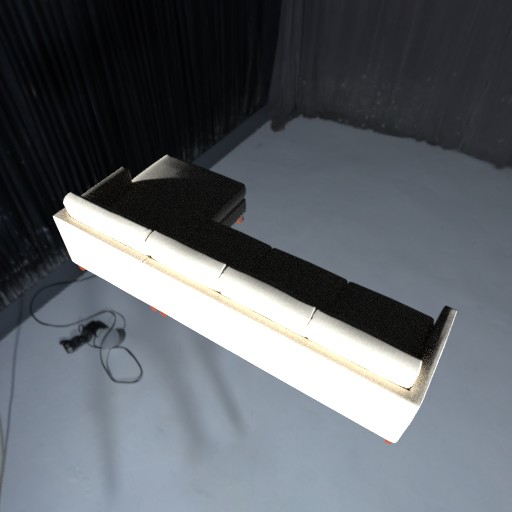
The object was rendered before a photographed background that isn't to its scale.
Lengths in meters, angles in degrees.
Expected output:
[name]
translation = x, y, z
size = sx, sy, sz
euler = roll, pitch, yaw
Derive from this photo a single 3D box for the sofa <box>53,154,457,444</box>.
[sofa]
translation = 0.000, 0.000, 4.100
size = 3.471, 0.954, 1.603
euler = 25, 52, 21
